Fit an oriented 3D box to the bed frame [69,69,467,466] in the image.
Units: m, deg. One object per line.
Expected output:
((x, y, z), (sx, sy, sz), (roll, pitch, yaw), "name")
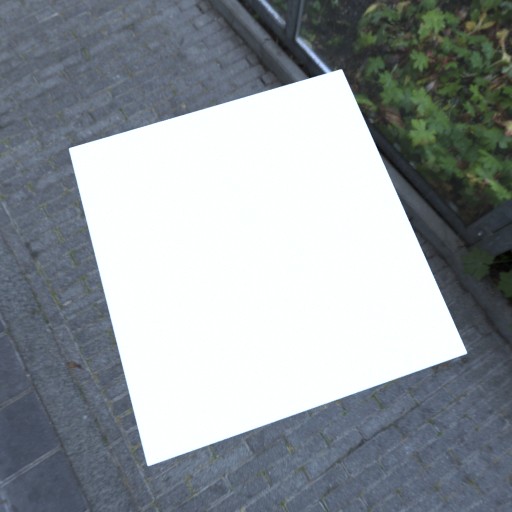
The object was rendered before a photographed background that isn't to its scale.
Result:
((0.000, 0.000, 3.022), (1.930, 0.559, 2.032), (-18, 76, -5), "bed frame")
